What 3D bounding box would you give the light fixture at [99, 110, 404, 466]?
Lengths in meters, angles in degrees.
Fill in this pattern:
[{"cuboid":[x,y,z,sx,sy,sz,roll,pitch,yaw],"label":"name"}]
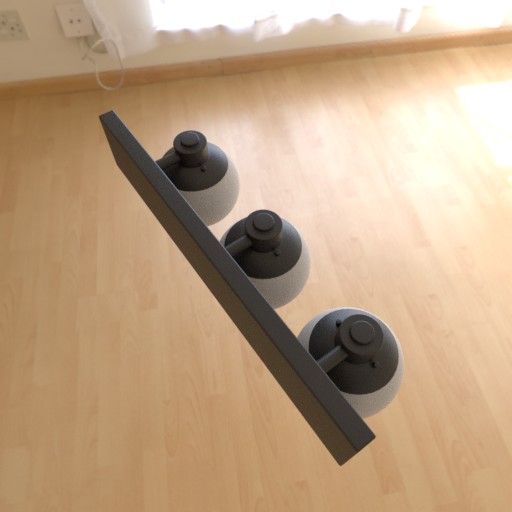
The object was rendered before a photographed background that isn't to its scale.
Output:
[{"cuboid":[0.000,0.000,0.825,0.218,0.263,0.721,-31,63,-18],"label":"light fixture"}]
